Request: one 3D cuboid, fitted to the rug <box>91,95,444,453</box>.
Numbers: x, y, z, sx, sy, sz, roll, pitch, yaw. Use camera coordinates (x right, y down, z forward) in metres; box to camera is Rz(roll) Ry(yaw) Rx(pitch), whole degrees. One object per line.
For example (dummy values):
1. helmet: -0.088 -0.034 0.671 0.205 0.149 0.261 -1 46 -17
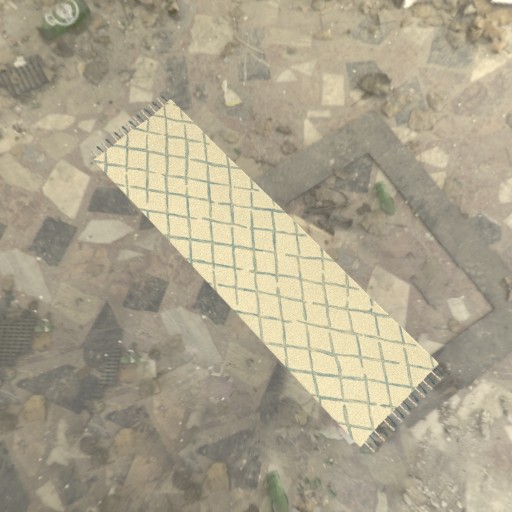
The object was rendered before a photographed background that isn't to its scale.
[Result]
1. rug: 0.000 0.000 2.558 0.620 0.008 2.372 -42 80 -10
